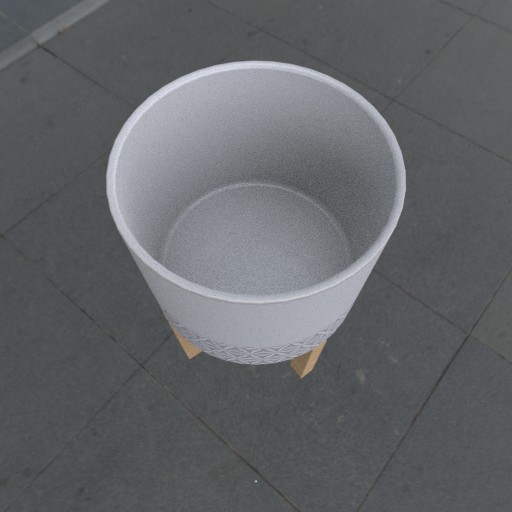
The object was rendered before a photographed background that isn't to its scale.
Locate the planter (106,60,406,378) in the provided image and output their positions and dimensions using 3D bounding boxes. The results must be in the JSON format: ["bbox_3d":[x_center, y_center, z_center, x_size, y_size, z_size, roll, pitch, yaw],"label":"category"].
[{"bbox_3d":[0.000,0.000,0.523,0.249,0.343,0.249,0,63,0],"label":"planter"}]
